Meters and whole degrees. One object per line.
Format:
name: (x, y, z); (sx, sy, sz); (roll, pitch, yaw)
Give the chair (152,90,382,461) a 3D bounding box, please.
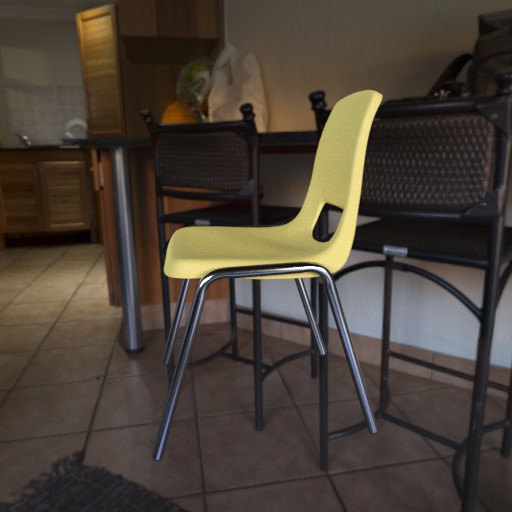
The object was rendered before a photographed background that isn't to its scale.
chair: (0.000, 0.000, 0.925); (0.436, 0.653, 0.381); (-2, 14, -9)
